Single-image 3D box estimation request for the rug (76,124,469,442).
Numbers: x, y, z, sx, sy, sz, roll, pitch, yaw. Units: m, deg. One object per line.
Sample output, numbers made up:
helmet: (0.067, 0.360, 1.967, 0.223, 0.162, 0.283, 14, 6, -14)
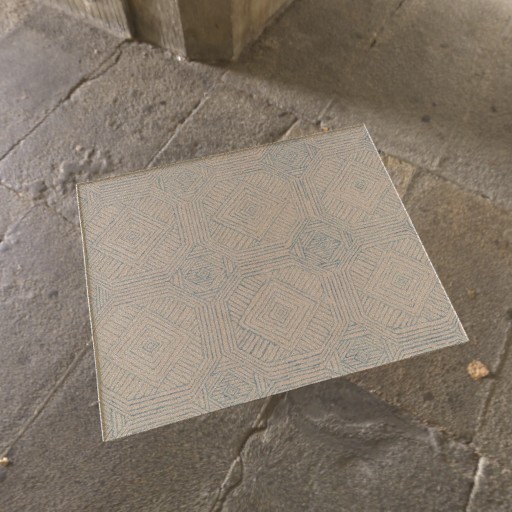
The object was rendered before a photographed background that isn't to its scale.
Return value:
rug: (0.000, 0.000, 4.056, 3.049, 0.015, 2.457, -13, 65, -6)
